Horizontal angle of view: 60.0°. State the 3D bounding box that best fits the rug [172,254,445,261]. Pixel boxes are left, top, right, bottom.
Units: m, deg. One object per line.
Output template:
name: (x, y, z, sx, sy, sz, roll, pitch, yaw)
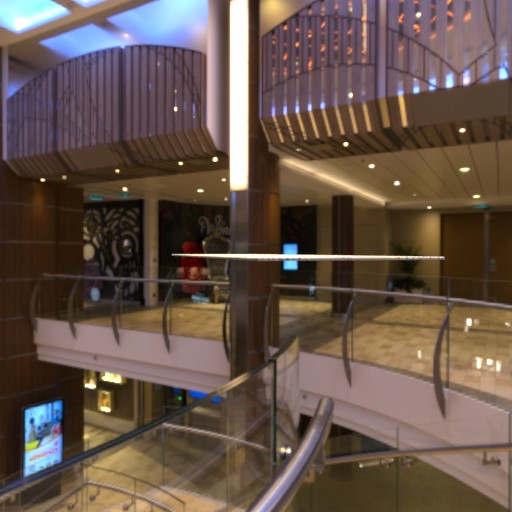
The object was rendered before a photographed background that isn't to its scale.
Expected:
rug: (0.000, 0.000, 2.766, 0.775, 0.012, 2.452, 0, 1, -17)
